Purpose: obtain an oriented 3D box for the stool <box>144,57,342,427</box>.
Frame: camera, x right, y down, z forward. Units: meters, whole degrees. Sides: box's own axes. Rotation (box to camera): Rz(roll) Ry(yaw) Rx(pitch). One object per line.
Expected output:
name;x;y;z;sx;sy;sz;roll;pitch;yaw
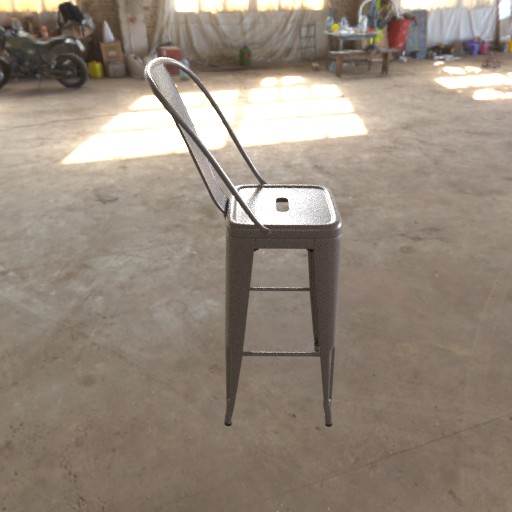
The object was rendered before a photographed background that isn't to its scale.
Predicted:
stool;0.000;0.000;1.346;0.513;1.096;0.399;0;31;1
